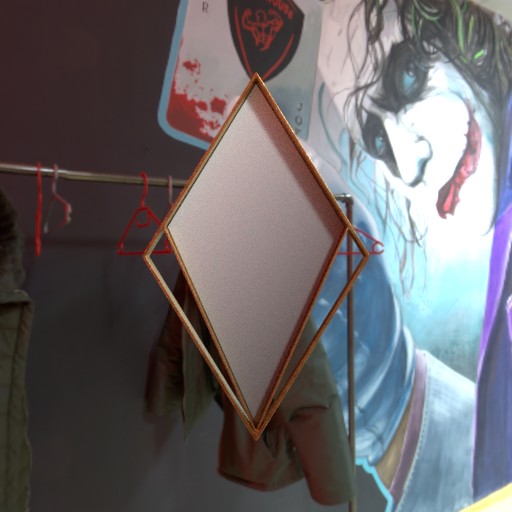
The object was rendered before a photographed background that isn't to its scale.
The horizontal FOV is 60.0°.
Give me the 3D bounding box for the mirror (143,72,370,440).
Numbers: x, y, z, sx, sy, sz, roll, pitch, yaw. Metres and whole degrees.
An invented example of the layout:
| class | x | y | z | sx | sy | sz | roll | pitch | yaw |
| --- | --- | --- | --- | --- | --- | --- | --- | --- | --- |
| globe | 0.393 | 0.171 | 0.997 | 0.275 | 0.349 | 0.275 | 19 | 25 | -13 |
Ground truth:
| class | x | y | z | sx | sy | sz | roll | pitch | yaw |
| --- | --- | --- | --- | --- | --- | --- | --- | --- | --- |
| mirror | 0.000 | 0.000 | 0.832 | 0.419 | 0.679 | 0.032 | 0 | 0 | 0 |
